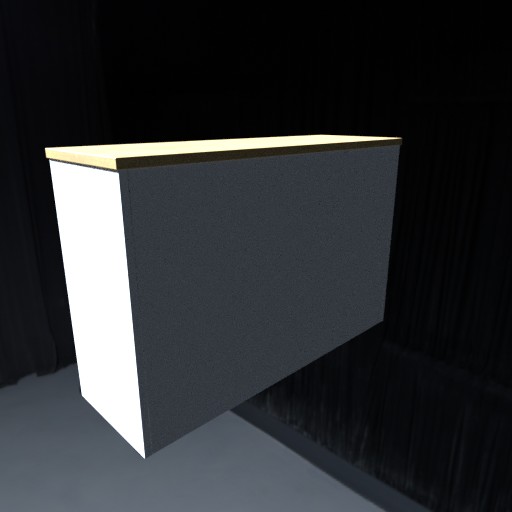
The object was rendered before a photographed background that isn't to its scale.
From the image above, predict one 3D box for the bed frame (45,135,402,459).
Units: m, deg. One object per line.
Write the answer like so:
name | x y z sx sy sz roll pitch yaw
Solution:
bed frame | 0.000 0.000 1.707 1.300 0.850 0.430 -16 24 -42
